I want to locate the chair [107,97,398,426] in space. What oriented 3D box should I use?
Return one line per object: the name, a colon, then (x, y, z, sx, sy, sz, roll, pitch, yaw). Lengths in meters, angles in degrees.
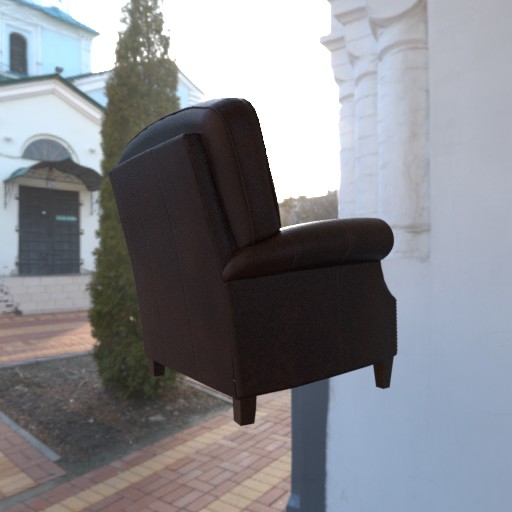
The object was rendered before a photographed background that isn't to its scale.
chair: (0.000, 0.000, 1.789, 0.986, 1.018, 0.936, 0, 0, -36)
